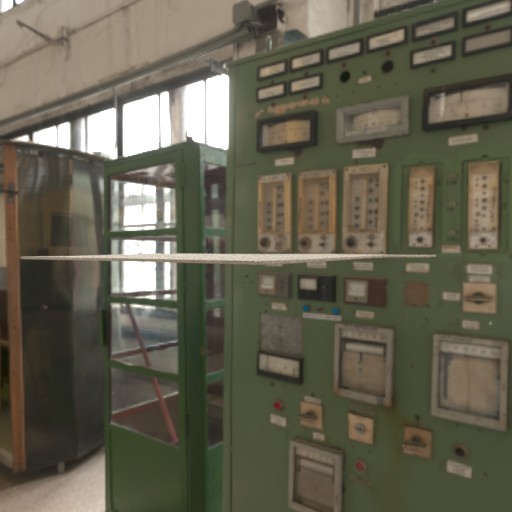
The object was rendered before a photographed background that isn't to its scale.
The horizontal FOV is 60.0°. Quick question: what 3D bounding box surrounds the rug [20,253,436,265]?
[{"bbox_3d":[0.000,0.000,4.721,2.757,0.051,3.626,1,1,36],"label":"rug"}]
